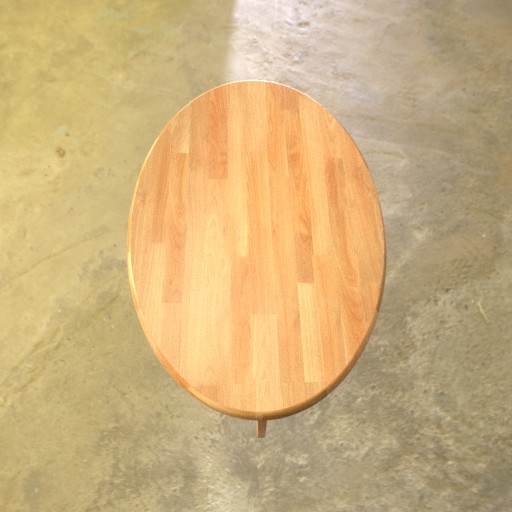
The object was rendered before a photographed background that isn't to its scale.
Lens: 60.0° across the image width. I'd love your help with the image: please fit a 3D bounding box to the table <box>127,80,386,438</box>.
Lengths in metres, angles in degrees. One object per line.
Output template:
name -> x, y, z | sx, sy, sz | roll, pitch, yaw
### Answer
table -> 0.000, 0.000, 1.384 | 0.690, 0.490, 1.040 | -1, 62, -1
